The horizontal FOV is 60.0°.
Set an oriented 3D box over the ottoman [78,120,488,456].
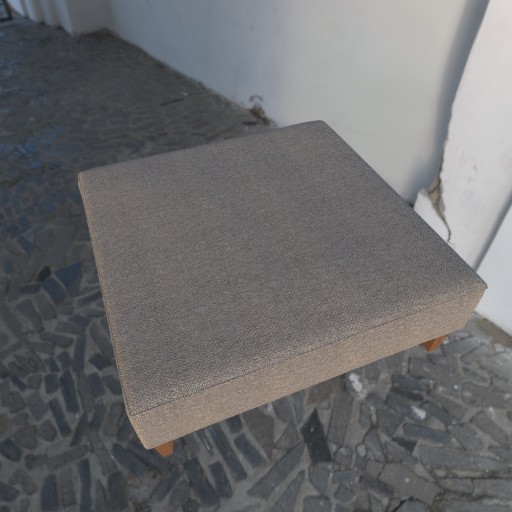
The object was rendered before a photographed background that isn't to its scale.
[{"bbox_3d":[0.000,0.000,1.479,0.981,0.378,0.970,-16,48,-15],"label":"ottoman"}]
